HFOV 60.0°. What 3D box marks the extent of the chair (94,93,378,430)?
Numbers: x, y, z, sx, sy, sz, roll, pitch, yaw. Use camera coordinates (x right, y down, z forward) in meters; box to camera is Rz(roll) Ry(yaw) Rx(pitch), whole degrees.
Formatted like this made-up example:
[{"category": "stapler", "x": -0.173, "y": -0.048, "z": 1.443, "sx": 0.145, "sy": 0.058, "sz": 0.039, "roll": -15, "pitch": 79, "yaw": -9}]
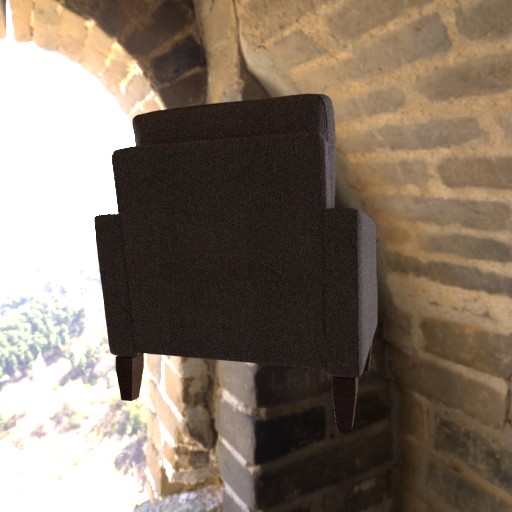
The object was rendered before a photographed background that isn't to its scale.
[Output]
[{"category": "chair", "x": 0.000, "y": 0.000, "z": 1.684, "sx": 0.855, "sy": 0.993, "sz": 0.897, "roll": 0, "pitch": 2, "yaw": 18}]
